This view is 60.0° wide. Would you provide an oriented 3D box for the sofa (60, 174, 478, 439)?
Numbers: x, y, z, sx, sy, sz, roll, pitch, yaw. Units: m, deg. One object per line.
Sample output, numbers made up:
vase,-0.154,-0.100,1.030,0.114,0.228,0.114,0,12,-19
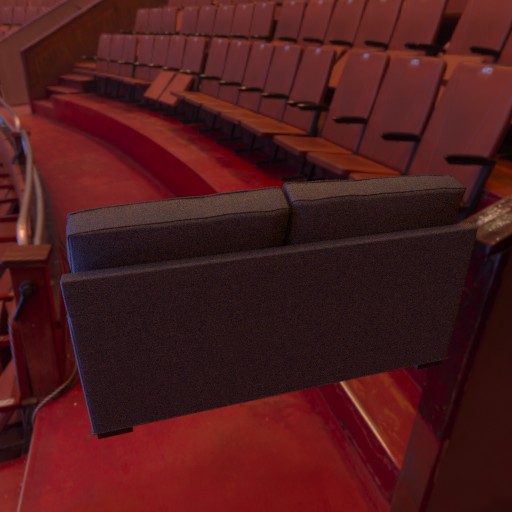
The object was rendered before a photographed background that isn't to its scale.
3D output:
sofa,0.000,0.000,2.054,1.534,0.887,0.974,-7,27,-15
